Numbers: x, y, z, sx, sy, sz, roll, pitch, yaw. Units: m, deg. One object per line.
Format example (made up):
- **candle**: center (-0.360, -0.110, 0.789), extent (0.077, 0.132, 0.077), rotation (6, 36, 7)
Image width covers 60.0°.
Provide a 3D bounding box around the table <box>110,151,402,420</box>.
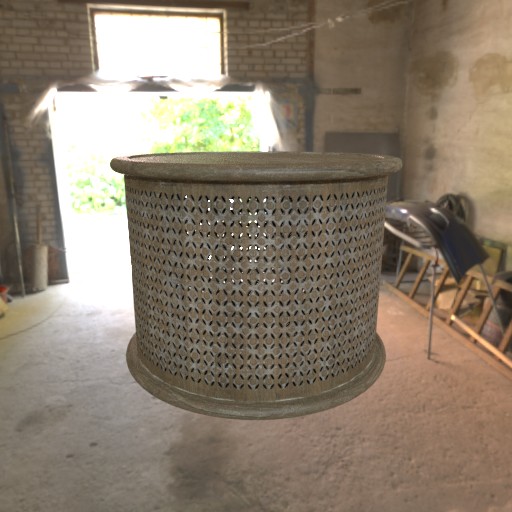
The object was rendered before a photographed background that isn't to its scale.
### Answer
- **table**: center (0.000, 0.000, 1.020), extent (0.607, 0.450, 0.607), rotation (0, 15, 0)
